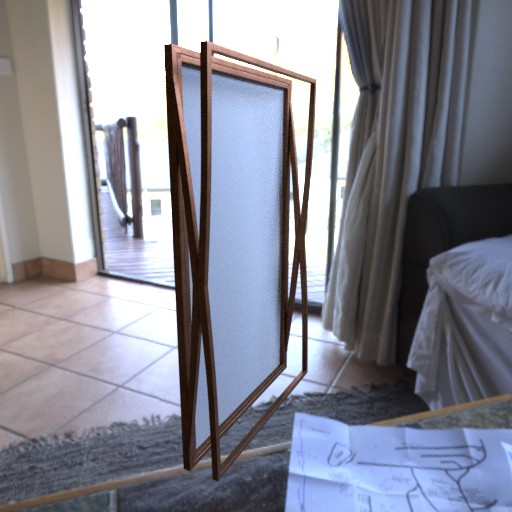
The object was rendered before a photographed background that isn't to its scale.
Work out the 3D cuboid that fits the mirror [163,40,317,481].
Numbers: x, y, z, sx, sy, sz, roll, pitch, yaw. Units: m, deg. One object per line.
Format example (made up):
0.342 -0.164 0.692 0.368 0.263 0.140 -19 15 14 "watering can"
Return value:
0.000 0.000 0.959 0.082 0.768 0.468 7 16 27 "mirror"
